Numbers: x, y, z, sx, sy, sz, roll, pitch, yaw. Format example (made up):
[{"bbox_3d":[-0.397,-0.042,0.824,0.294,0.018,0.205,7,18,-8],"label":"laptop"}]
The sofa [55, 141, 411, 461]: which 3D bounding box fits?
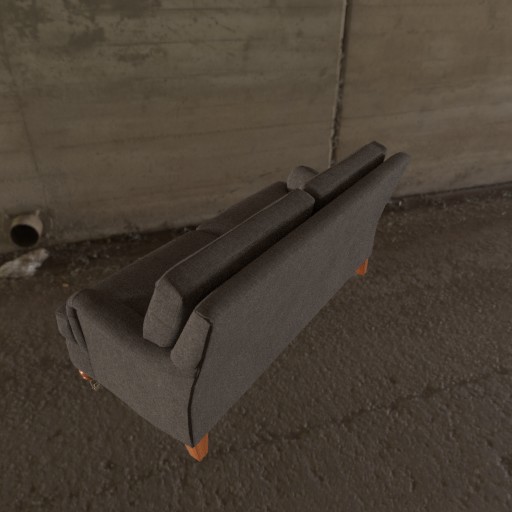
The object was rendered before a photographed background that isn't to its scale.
[{"bbox_3d":[0.000,0.000,2.723,1.087,1.054,2.160,20,37,29],"label":"sofa"}]
